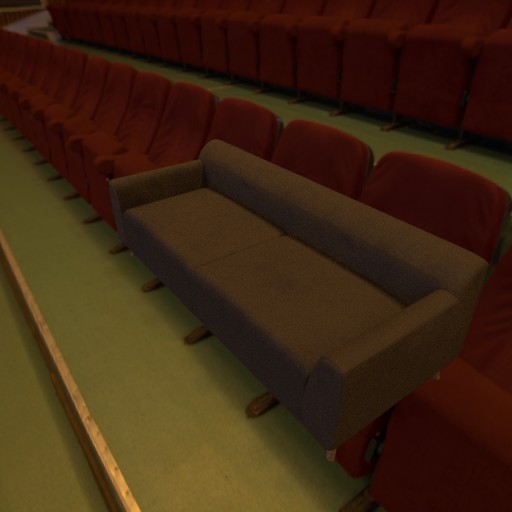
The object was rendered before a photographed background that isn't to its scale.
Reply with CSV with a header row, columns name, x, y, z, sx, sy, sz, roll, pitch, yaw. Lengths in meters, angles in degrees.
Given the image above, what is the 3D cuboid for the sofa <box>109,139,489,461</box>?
name,x,y,z,sx,sy,sz,roll,pitch,yaw
sofa,0.000,0.000,2.600,0.900,0.740,2.190,-21,38,-31
